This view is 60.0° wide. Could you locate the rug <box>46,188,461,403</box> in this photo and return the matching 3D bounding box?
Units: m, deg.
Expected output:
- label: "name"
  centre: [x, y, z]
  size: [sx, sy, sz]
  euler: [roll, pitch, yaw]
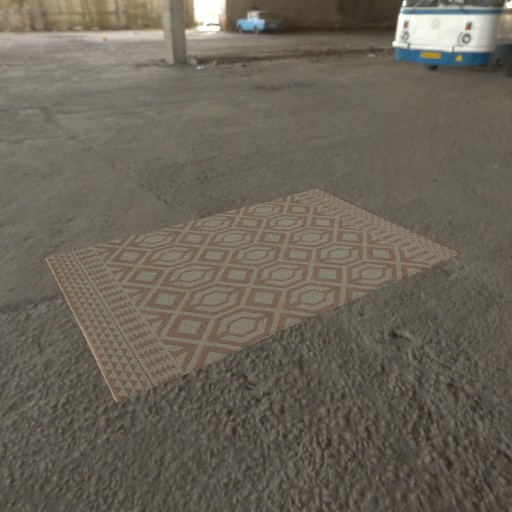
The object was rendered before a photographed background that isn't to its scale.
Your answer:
- label: "rug"
  centre: [0.000, 0.000, 3.052]
  size: [2.435, 0.011, 1.526]
  euler: [-18, 34, -29]
